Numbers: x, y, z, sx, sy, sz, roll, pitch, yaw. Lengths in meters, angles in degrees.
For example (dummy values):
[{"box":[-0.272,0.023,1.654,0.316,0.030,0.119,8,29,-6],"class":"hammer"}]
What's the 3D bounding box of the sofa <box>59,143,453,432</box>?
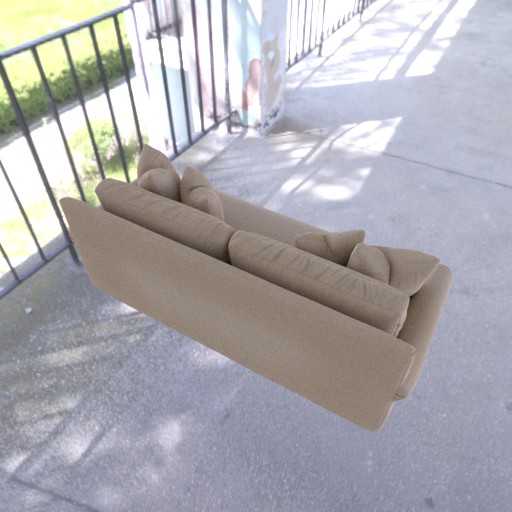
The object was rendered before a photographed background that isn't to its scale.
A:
[{"box":[0.000,0.000,2.849,2.285,0.904,1.067,22,49,21],"class":"sofa"}]
